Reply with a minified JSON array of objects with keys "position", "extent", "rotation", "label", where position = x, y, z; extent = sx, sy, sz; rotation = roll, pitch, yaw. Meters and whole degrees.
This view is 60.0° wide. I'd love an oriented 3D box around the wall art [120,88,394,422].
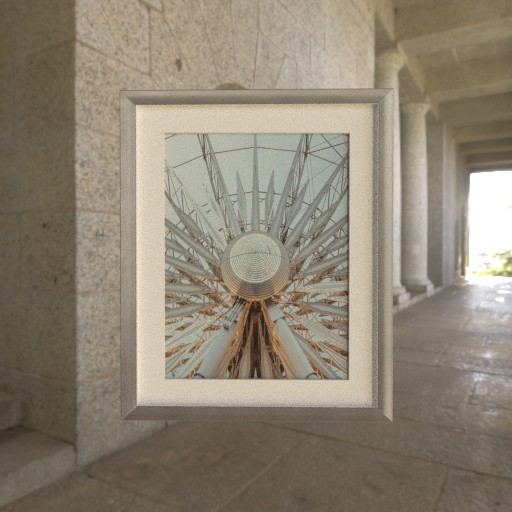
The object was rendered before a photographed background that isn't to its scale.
[{"position":[0.000,0.000,0.756],"extent":[0.458,0.558,0.029],"rotation":[0,1,1],"label":"wall art"}]
